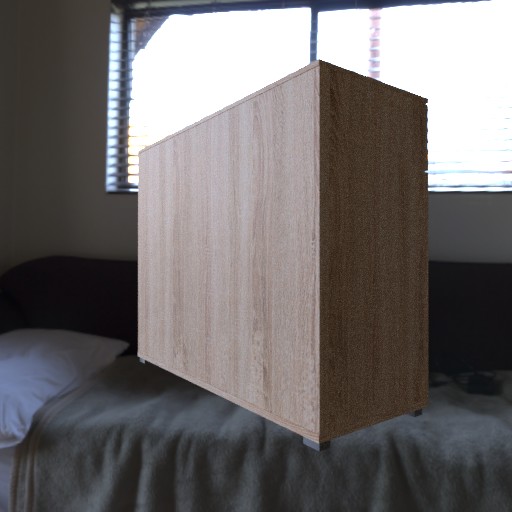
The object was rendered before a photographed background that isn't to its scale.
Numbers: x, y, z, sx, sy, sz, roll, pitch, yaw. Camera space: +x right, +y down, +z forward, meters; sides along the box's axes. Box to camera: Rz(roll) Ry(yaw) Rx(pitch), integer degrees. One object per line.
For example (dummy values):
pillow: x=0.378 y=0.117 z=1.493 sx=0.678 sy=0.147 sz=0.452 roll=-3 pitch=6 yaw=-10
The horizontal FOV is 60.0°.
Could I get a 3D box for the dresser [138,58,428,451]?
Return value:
dresser: x=0.000 y=0.000 z=1.586 sx=0.450 sy=0.900 sz=1.100 roll=0 pitch=0 yaw=-36
